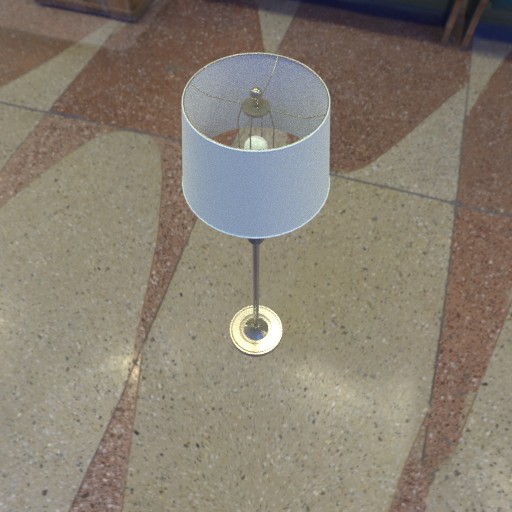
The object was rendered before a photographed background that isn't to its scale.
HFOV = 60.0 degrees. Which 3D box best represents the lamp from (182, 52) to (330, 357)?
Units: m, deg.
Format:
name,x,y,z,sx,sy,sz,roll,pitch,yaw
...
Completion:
name,x,y,z,sx,sy,sz,roll,pitch,yaw
lamp,0.000,0.000,1.665,0.431,1.488,0.431,0,58,0
